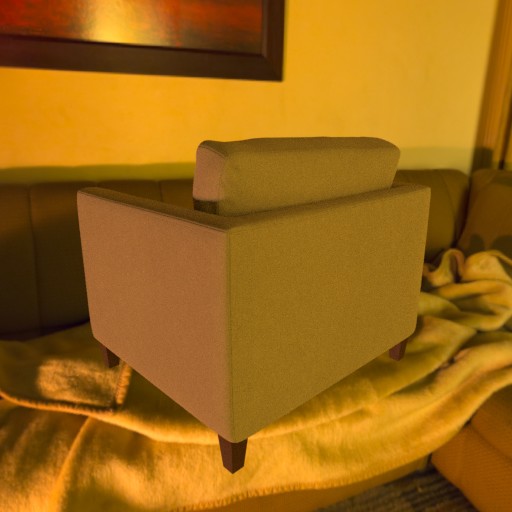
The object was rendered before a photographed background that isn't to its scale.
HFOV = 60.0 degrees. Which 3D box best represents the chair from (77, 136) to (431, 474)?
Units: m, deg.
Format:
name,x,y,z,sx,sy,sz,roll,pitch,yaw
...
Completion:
name,x,y,z,sx,sy,sz,roll,pitch,yaw
chair,0.000,0.000,1.822,1.107,0.961,0.959,-15,22,-41
